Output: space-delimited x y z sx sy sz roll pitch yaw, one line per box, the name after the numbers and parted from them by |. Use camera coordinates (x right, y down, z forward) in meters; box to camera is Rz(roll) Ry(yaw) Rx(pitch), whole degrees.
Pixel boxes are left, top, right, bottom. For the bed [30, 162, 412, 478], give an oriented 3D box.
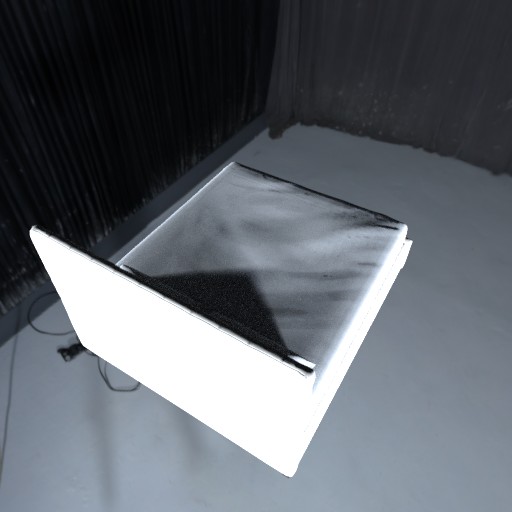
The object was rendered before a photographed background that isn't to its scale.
0.000 0.000 3.699 2.078 1.427 2.387 24 51 21 | bed
